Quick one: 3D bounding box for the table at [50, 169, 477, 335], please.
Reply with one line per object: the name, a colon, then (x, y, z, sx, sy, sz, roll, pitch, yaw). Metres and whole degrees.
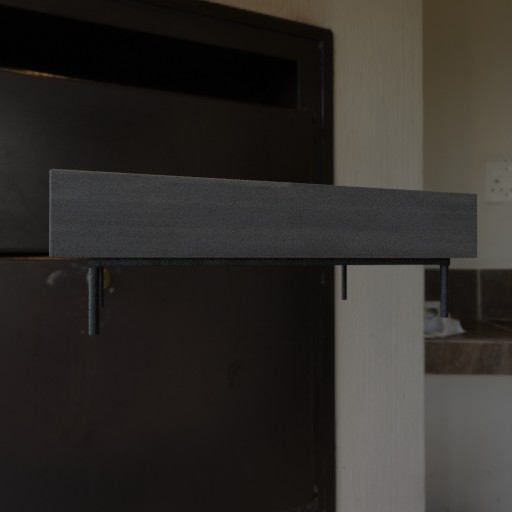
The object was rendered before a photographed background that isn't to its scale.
table: (0.000, 0.000, 1.370, 1.088, 0.347, 0.643, 0, 0, -18)
